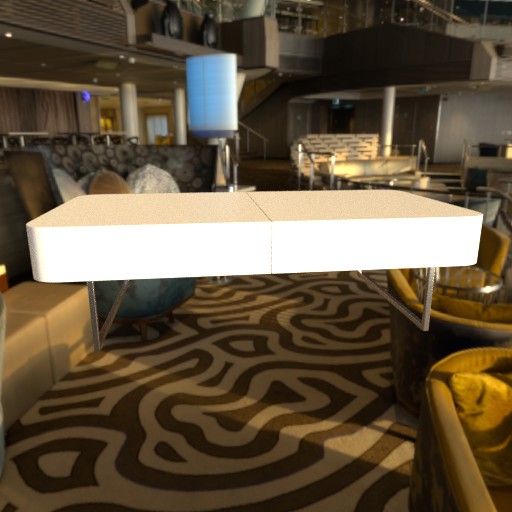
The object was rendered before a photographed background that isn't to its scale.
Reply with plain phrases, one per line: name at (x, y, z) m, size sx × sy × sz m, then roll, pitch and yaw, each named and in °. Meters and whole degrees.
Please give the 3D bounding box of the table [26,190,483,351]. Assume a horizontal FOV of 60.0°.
table at (0.000, 0.000, 1.437) m, size 1.200 × 0.340 × 0.600 m, roll -2°, pitch 15°, yaw -7°
